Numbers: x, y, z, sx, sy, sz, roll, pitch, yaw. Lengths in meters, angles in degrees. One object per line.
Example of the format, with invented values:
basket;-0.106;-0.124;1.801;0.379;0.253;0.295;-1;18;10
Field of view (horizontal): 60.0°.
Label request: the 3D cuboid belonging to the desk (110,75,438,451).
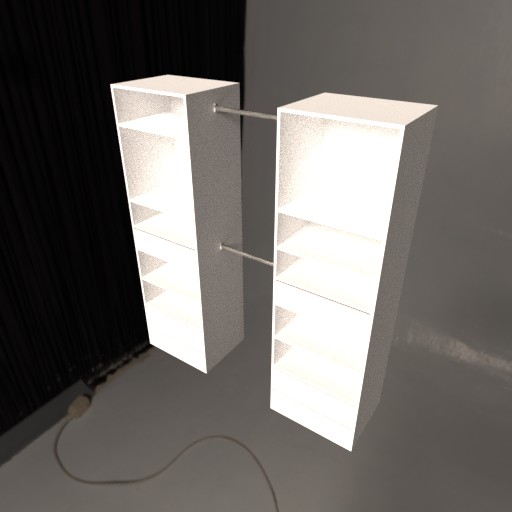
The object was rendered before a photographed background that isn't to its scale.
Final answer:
desk;0.000;0.000;2.867;1.770;2.000;0.480;19;35;30
